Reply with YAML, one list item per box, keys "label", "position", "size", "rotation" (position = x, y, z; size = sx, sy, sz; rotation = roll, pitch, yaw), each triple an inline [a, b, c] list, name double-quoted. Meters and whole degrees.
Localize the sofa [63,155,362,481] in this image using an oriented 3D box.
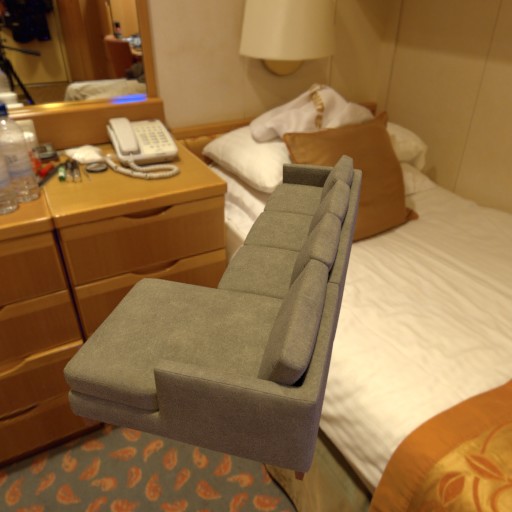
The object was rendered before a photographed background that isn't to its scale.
- label: "sofa"
  position: [0.000, 0.000, 3.957]
  size: [1.604, 0.950, 3.471]
  rotation: [8, 33, 13]
